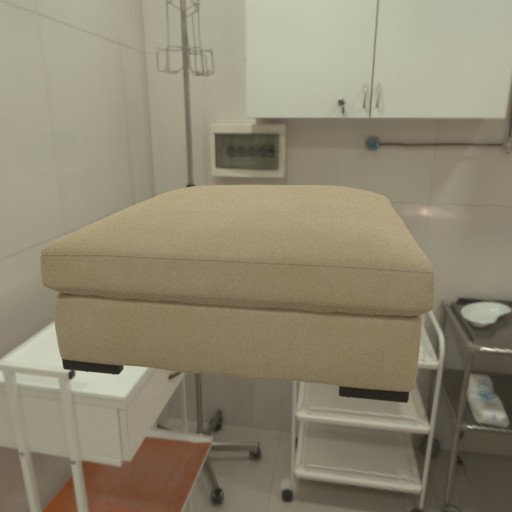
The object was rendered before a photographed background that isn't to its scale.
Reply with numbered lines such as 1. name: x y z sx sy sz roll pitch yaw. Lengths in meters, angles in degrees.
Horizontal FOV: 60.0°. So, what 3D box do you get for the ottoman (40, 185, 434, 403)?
1. ottoman: 0.000 0.000 1.865 1.190 0.522 1.205 3 17 9
